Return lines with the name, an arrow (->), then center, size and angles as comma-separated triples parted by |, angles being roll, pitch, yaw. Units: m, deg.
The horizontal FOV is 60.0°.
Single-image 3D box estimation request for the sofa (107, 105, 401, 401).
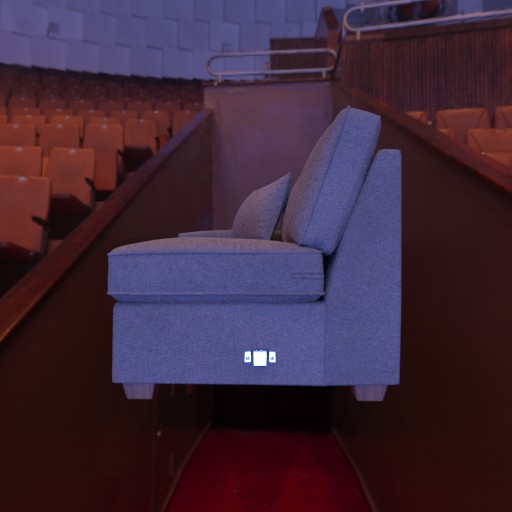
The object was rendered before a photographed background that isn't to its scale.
sofa -> 0.000, 0.000, 2.123 | 0.991, 0.989, 1.388 | 0, -1, 1
